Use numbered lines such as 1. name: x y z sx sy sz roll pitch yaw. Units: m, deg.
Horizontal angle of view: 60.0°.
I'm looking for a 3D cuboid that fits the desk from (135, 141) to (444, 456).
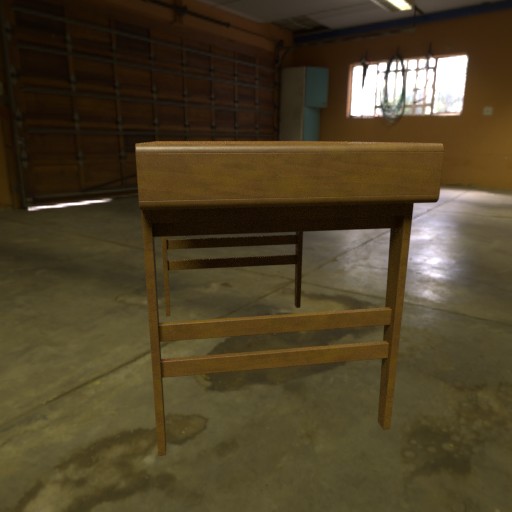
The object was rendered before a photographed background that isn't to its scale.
1. desk: 0.000 0.000 1.515 0.660 0.754 1.066 -3 15 -10
